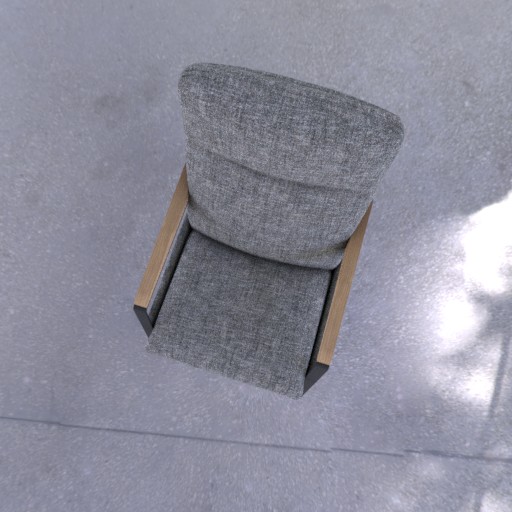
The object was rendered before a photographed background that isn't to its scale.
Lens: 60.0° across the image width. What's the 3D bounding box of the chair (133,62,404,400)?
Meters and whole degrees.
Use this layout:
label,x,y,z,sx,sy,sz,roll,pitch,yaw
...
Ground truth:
label,x,y,z,sx,sy,sz,roll,pitch,yaw
chair,0.000,0.000,1.547,0.671,1.042,0.868,17,77,4
